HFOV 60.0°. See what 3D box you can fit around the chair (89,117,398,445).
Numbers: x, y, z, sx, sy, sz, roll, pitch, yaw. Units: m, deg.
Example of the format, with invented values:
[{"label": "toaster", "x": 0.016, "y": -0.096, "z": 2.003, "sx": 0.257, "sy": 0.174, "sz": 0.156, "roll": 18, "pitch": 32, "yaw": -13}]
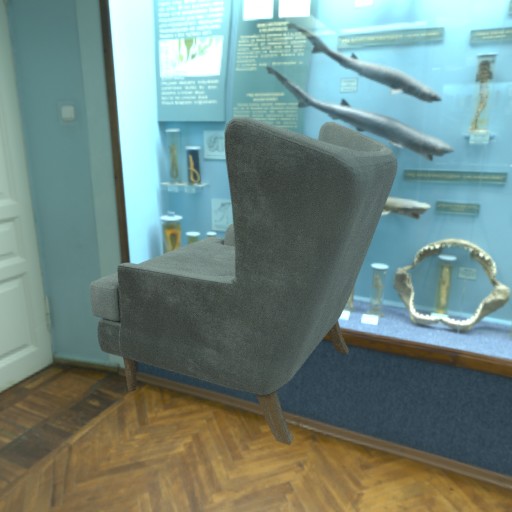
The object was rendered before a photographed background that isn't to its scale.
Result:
[{"label": "chair", "x": 0.000, "y": 0.000, "z": 1.622, "sx": 0.906, "sy": 0.950, "sz": 0.784, "roll": 8, "pitch": 18, "yaw": 26}]
